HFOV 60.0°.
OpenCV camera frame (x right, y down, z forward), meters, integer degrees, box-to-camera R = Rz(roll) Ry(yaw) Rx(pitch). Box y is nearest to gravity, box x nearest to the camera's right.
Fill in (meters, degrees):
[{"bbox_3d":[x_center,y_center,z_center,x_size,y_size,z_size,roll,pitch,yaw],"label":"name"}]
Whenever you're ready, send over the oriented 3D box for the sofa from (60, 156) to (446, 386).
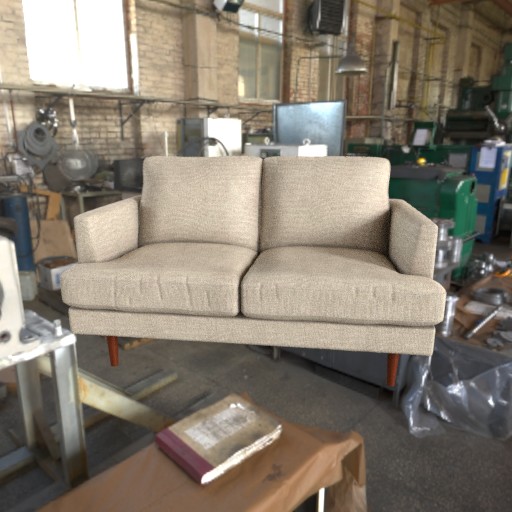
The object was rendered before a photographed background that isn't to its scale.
[{"bbox_3d":[0.000,0.000,2.182,1.582,0.944,0.903,2,15,8],"label":"sofa"}]
